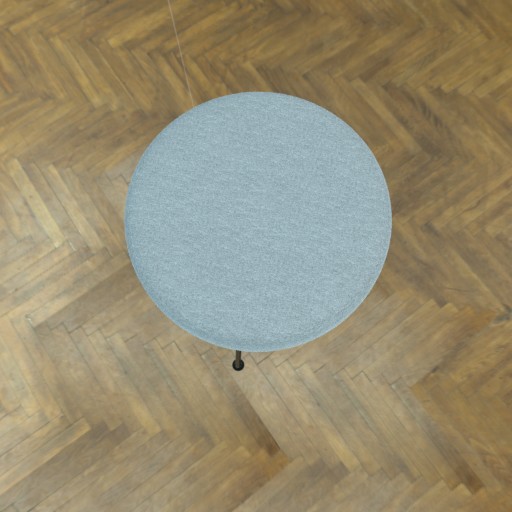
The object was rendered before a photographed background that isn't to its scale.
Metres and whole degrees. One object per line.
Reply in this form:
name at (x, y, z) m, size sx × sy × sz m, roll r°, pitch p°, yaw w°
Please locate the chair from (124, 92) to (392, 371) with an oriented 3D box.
chair at (0.000, 0.000, 0.681) m, size 0.350 × 0.440 × 0.350 m, roll 11°, pitch 76°, yaw 3°
